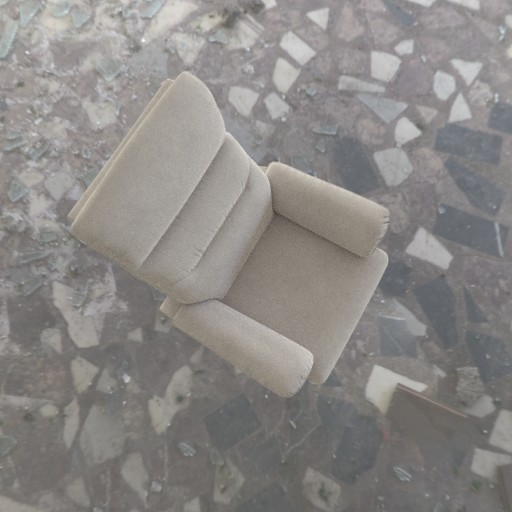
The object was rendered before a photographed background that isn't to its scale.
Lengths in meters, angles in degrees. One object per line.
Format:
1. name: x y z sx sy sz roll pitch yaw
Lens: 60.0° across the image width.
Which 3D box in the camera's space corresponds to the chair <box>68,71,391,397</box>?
1. chair: 0.000 0.000 1.759 1.001 1.039 0.820 30 78 7
